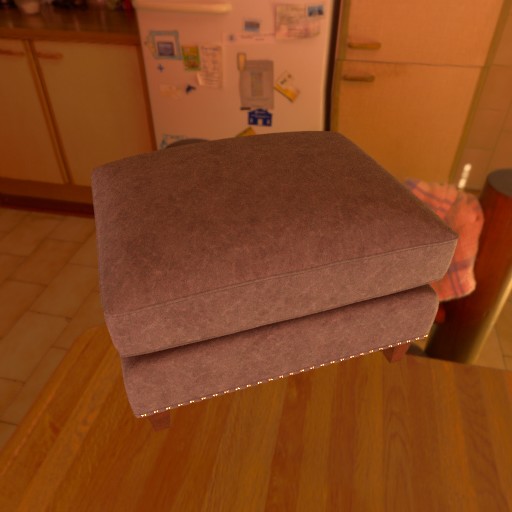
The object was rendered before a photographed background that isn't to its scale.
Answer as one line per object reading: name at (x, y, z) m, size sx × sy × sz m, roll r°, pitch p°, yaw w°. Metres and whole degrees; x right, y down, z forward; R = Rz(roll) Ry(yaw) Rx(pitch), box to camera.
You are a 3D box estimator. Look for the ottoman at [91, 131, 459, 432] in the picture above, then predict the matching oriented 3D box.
ottoman at (0.000, 0.000, 1.162) m, size 0.741 × 0.513 × 0.584 m, roll -12°, pitch 40°, yaw -14°
